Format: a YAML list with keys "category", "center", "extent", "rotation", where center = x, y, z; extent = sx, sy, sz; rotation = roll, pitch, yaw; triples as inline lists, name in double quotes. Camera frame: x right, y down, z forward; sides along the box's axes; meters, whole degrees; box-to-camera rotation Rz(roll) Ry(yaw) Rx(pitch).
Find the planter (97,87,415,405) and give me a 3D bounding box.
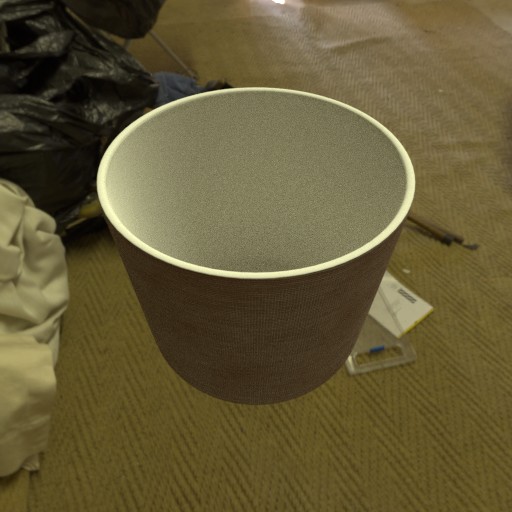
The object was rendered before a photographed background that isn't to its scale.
- category: "planter"
  center: [0.000, 0.000, 0.773]
  extent: [0.440, 0.398, 0.440]
  rotation: [0, 47, 0]
